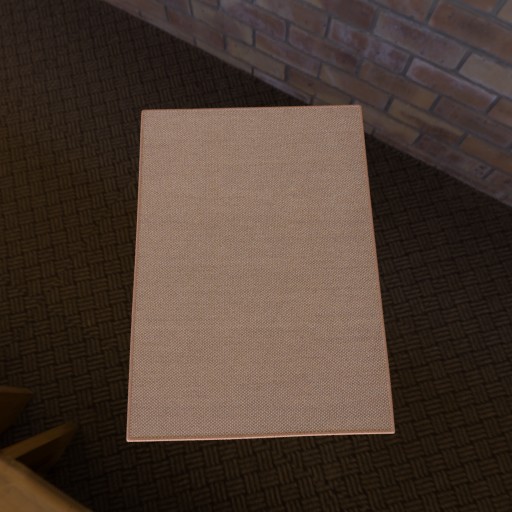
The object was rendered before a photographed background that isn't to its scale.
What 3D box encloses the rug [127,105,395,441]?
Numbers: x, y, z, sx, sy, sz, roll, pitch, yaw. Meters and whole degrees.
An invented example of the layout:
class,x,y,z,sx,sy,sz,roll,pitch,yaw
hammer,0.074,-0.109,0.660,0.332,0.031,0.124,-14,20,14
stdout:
class,x,y,z,sx,sy,sz,roll,pitch,yaw
rug,0.000,0.000,2.787,1.524,0.013,2.134,-2,75,0
